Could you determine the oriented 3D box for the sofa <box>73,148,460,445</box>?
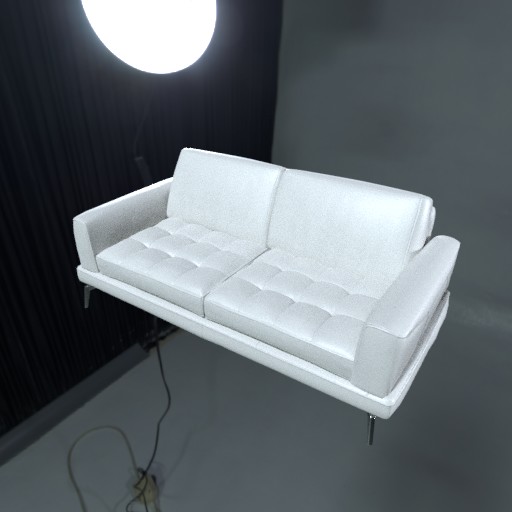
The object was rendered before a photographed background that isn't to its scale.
[{"bbox_3d":[0.000,0.000,2.721,2.177,0.930,1.121,18,34,29],"label":"sofa"}]
